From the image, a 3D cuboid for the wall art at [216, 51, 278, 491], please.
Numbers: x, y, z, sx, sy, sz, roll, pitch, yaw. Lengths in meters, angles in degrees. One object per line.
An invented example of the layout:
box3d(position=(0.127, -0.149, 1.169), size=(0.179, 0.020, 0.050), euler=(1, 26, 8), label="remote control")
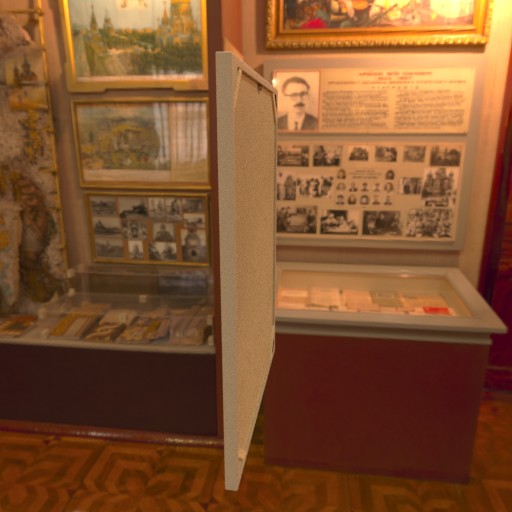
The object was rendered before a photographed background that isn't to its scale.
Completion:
box3d(position=(0.000, 0.000, 1.605), size=(0.038, 1.212, 0.914), euler=(2, 15, 9), label="wall art")
